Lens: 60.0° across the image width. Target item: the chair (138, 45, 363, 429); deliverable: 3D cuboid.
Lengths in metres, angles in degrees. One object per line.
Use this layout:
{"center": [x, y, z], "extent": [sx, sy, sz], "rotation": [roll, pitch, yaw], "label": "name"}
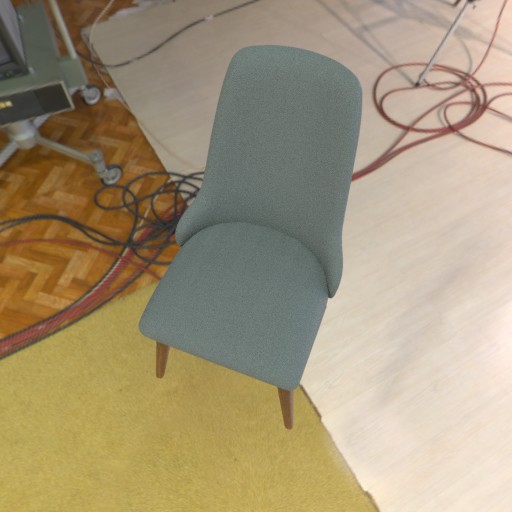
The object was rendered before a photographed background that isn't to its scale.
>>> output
{"center": [0.000, 0.000, 1.330], "extent": [0.535, 0.918, 0.707], "rotation": [19, 61, 11], "label": "chair"}
